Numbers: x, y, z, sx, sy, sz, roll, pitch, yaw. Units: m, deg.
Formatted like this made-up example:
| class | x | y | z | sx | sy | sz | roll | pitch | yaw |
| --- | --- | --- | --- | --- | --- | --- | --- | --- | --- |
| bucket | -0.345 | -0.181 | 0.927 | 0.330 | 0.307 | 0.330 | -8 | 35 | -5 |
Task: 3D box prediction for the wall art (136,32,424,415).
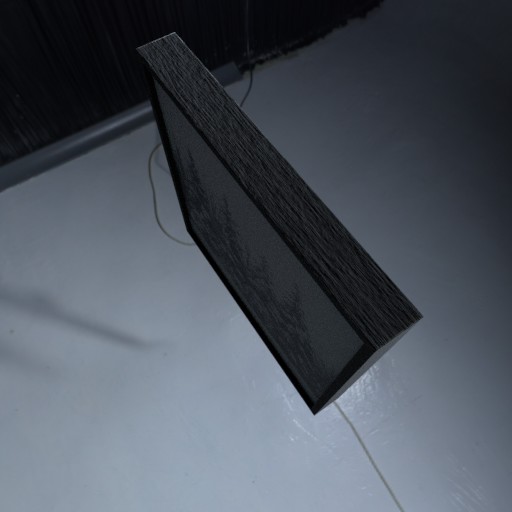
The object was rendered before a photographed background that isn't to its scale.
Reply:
| class | x | y | z | sx | sy | sz | roll | pitch | yaw |
| --- | --- | --- | --- | --- | --- | --- | --- | --- | --- |
| wall art | 0.000 | 0.000 | 0.453 | 0.037 | 0.305 | 0.305 | -31 | 68 | -14 |
